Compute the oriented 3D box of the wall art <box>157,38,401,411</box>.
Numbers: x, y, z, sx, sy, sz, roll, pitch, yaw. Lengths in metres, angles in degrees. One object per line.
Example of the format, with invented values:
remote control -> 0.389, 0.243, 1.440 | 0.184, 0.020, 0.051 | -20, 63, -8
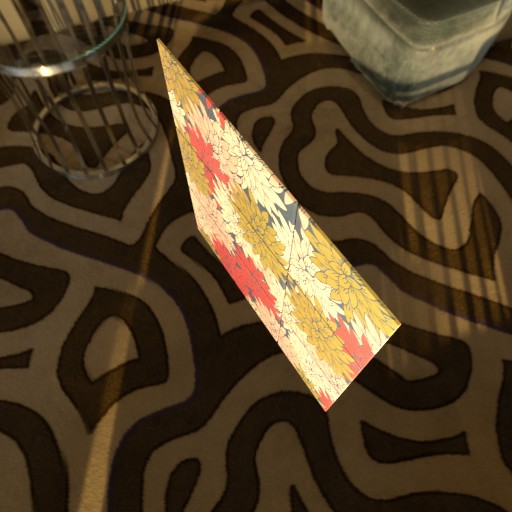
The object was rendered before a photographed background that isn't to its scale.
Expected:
wall art -> 0.000, 0.000, 2.258 | 0.013, 1.534, 1.519 | -30, 66, -15
